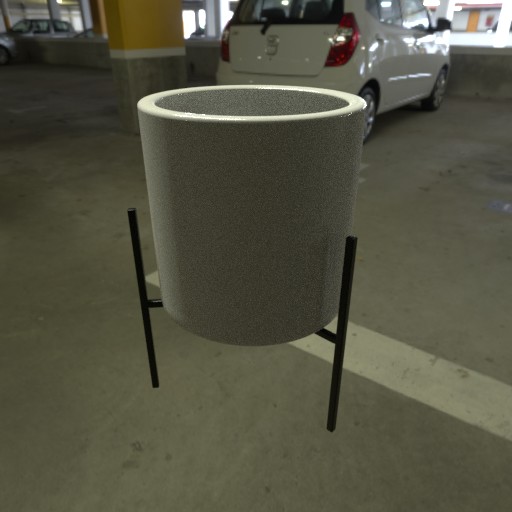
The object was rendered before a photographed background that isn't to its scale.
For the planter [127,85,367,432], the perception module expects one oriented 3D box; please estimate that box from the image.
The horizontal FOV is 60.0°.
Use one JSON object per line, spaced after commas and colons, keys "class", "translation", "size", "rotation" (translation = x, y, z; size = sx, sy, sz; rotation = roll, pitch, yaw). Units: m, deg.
{"class": "planter", "translation": [0.000, 0.000, 0.520], "size": [0.239, 0.356, 0.239], "rotation": [9, 29, 17]}
